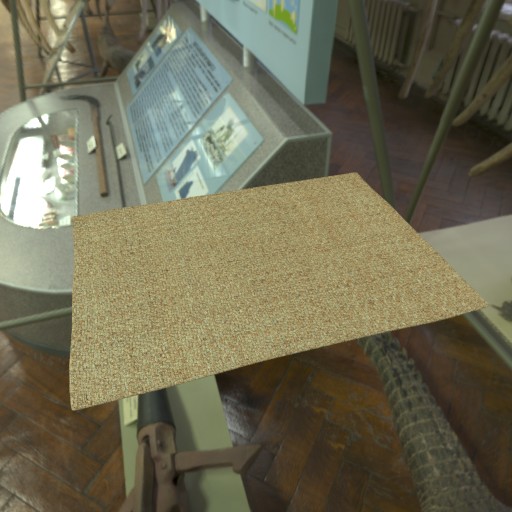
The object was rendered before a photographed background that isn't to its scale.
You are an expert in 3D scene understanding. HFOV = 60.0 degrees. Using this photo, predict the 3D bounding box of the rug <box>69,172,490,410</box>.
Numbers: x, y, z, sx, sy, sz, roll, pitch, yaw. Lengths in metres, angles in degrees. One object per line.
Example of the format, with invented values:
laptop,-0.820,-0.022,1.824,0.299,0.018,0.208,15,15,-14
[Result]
rug,0.000,0.000,2.688,2.141,0.013,1.566,-11,41,-13
